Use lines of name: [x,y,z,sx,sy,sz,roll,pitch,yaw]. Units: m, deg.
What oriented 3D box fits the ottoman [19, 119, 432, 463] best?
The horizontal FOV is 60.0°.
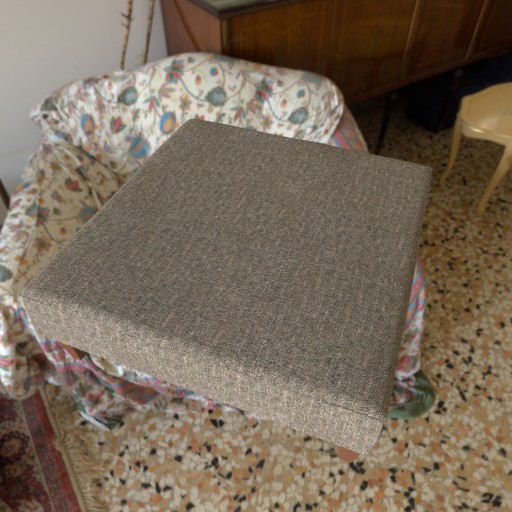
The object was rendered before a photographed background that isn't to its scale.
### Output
ottoman: [0.000,0.000,1.474,0.981,0.379,1.016,15,48,14]
